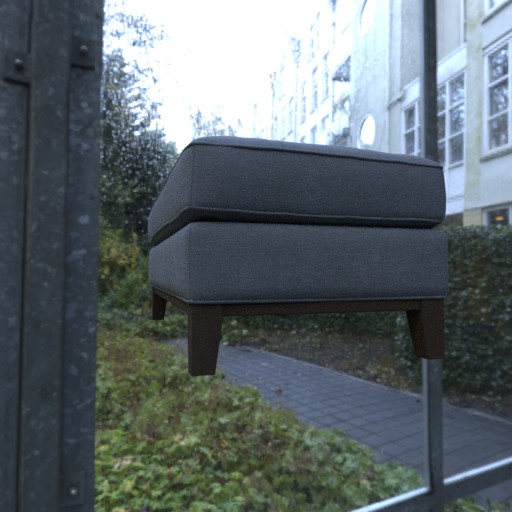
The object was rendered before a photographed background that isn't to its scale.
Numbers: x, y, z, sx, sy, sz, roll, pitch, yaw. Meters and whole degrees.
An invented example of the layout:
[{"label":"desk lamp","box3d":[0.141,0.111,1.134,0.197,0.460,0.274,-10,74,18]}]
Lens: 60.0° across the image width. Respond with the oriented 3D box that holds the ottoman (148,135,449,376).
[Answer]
[{"label":"ottoman","box3d":[0.000,0.000,1.482,0.648,0.514,1.143,1,-2,-17]}]
